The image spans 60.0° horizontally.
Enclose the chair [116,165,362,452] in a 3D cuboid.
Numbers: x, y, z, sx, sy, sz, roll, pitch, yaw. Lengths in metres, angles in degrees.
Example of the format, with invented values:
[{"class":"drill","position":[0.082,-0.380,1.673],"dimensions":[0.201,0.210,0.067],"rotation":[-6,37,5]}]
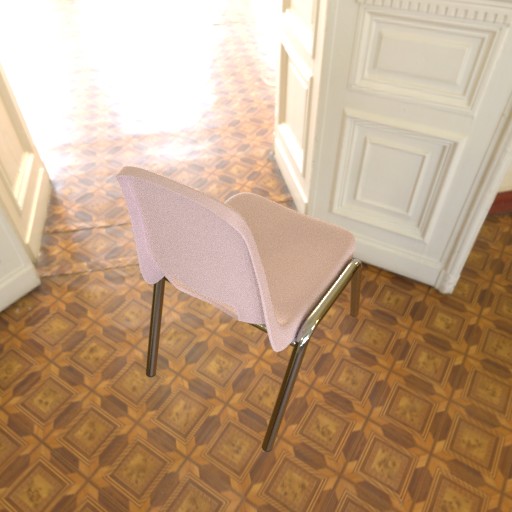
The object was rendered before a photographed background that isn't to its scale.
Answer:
[{"class":"chair","position":[0.000,0.000,0.856],"dimensions":[0.354,0.586,0.423],"rotation":[24,50,22]}]
